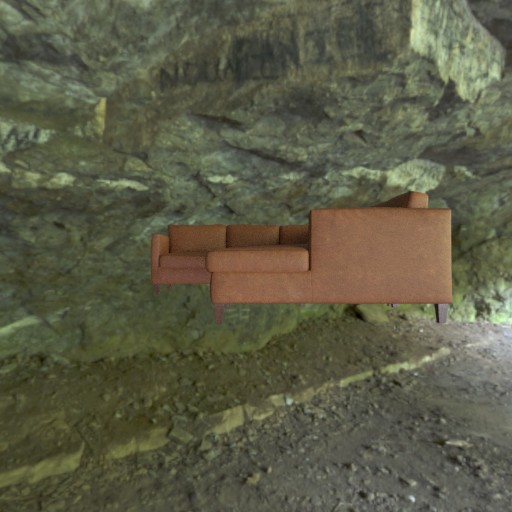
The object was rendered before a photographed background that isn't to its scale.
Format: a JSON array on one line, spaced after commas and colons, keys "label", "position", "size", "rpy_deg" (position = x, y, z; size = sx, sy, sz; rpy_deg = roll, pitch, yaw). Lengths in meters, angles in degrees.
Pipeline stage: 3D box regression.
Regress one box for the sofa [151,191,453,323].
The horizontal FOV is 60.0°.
[{"label": "sofa", "position": [0.000, 0.000, 4.576], "size": [2.593, 0.923, 3.460], "rpy_deg": [0, -1, 0]}]
